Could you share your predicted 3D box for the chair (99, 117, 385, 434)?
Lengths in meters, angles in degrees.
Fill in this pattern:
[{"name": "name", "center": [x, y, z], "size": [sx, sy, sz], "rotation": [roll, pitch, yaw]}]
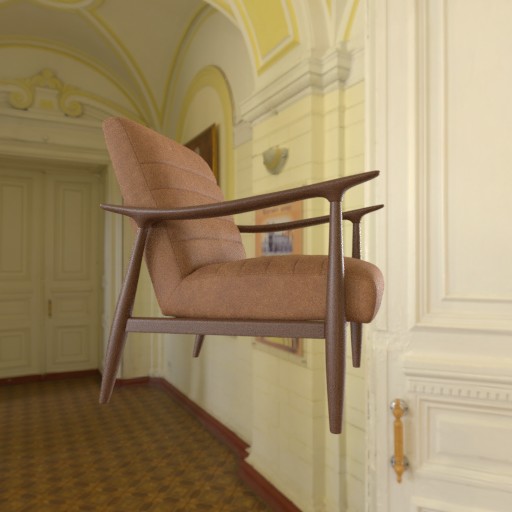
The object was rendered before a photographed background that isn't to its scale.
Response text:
[{"name": "chair", "center": [0.000, 0.000, 1.443], "size": [0.798, 0.832, 0.741], "rotation": [0, 0, 17]}]
